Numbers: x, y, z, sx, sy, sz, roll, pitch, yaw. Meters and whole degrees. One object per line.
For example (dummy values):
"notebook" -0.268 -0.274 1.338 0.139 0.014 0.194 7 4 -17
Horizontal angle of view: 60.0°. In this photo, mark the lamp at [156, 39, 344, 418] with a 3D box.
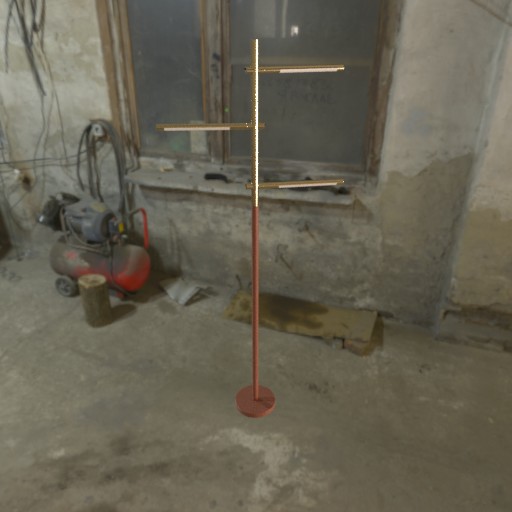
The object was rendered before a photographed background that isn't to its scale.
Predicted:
"lamp" 0.000 0.000 1.942 0.737 1.704 0.209 -8 27 -16
